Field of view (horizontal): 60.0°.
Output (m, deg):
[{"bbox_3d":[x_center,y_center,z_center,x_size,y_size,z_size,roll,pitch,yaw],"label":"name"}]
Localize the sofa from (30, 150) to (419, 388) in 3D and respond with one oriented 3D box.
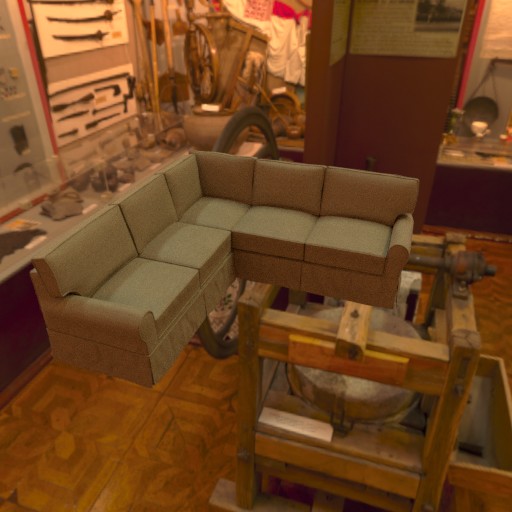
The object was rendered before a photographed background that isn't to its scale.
[{"bbox_3d":[0.000,0.000,4.015,2.623,1.081,2.618,10,32,17],"label":"sofa"}]
